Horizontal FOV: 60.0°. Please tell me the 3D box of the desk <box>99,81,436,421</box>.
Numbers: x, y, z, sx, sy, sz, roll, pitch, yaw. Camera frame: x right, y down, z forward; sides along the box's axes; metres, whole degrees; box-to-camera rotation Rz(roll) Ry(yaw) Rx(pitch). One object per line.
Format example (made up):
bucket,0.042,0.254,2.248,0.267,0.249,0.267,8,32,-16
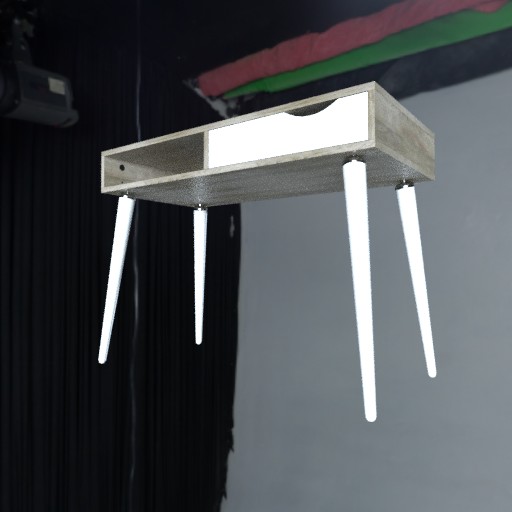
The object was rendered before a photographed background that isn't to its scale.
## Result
desk,0.000,0.000,1.417,0.979,0.723,0.491,-1,-2,37
